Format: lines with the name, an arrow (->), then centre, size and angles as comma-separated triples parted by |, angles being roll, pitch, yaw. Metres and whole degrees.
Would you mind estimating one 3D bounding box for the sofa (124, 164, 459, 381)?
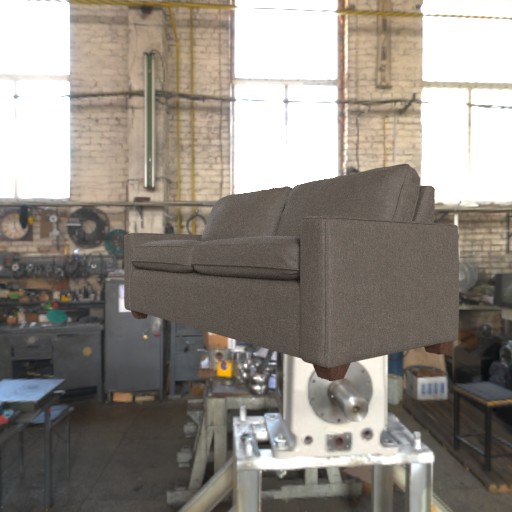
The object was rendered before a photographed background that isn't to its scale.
sofa -> 0.000, 0.000, 2.658 | 0.940, 0.919, 2.080 | 0, 1, -36
